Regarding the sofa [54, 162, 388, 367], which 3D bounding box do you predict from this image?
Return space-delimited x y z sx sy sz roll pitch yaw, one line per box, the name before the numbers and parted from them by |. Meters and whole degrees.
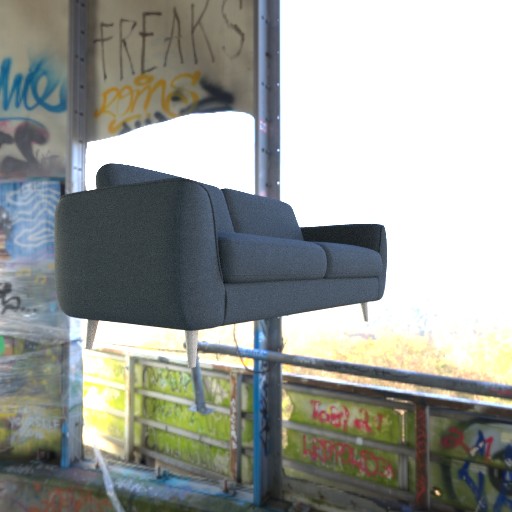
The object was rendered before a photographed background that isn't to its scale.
sofa | 0.000 0.000 2.484 0.920 0.850 2.000 -1 -2 35
